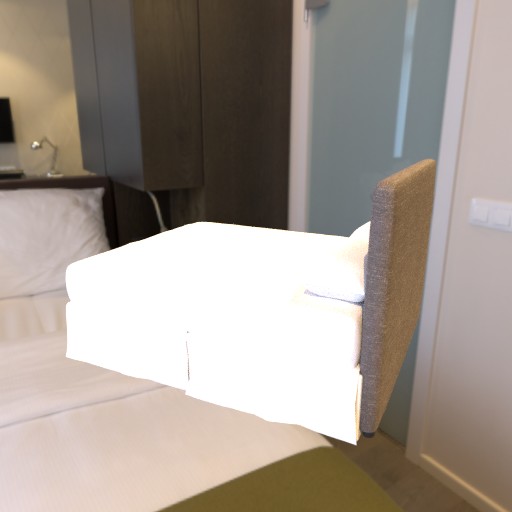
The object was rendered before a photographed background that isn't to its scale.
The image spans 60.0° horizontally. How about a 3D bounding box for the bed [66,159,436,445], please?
[{"bbox_3d":[0.000,0.000,3.157,2.142,1.330,1.723,8,18,26],"label":"bed"}]
